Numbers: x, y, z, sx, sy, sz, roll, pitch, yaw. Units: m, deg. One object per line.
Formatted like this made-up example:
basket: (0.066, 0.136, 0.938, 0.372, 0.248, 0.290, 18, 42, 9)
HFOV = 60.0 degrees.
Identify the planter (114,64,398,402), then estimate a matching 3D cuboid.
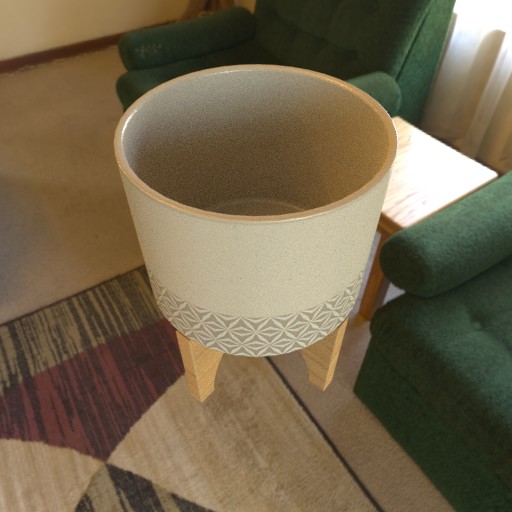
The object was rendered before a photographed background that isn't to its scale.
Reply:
planter: (0.000, 0.000, 0.521, 0.249, 0.343, 0.249, 0, 47, 0)
